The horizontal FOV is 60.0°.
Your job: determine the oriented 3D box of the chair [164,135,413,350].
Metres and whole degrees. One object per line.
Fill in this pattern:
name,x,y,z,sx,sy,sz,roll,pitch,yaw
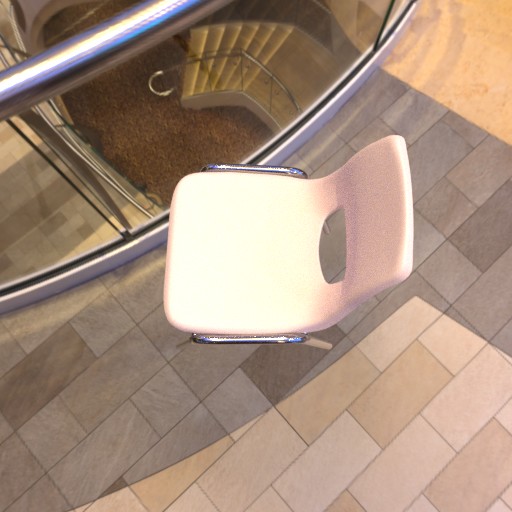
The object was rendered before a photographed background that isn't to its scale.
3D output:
chair,0.000,0.000,0.945,0.436,0.704,0.381,2,76,0
